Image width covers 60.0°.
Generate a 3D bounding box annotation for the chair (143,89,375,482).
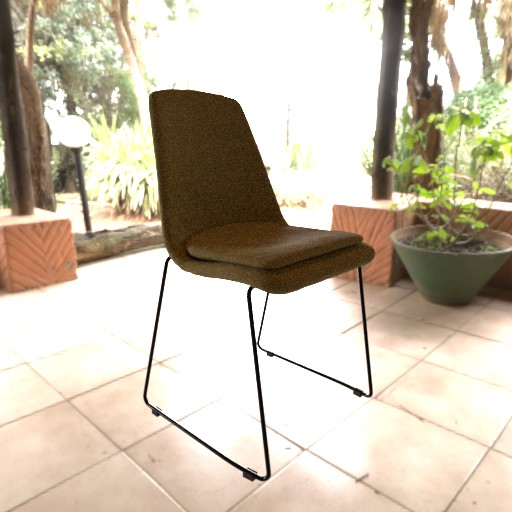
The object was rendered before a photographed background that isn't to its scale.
[{"bbox_3d":[0.000,0.000,1.156,0.496,0.849,0.479,13,20,42],"label":"chair"}]
